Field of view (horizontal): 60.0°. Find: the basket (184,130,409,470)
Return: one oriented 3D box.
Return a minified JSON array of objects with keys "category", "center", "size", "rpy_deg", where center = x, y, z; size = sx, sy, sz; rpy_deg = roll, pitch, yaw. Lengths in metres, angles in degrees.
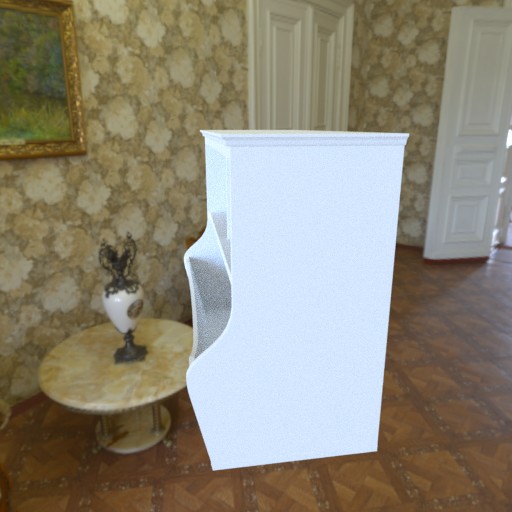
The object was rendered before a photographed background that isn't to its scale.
[{"category":"basket","center":[0.000,0.000,1.153],"size":[0.376,0.625,0.792],"rpy_deg":[-3,16,-9]}]
